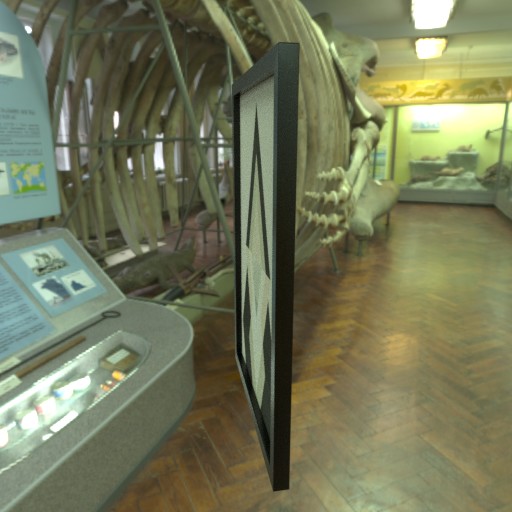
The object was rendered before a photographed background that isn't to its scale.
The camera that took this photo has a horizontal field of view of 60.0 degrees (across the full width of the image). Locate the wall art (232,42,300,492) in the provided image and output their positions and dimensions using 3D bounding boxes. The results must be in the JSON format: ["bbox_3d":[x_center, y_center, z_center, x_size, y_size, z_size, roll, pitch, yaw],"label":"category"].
[{"bbox_3d":[0.000,0.000,0.581,0.019,0.455,0.314,-3,15,-10],"label":"wall art"}]
